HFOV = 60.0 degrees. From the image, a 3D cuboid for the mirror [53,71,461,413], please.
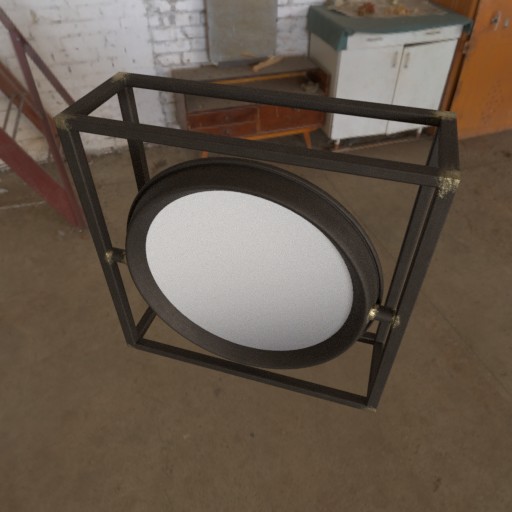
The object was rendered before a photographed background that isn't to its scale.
[{"bbox_3d":[0.000,0.000,0.456,0.306,0.303,0.107,12,44,12],"label":"mirror"}]
